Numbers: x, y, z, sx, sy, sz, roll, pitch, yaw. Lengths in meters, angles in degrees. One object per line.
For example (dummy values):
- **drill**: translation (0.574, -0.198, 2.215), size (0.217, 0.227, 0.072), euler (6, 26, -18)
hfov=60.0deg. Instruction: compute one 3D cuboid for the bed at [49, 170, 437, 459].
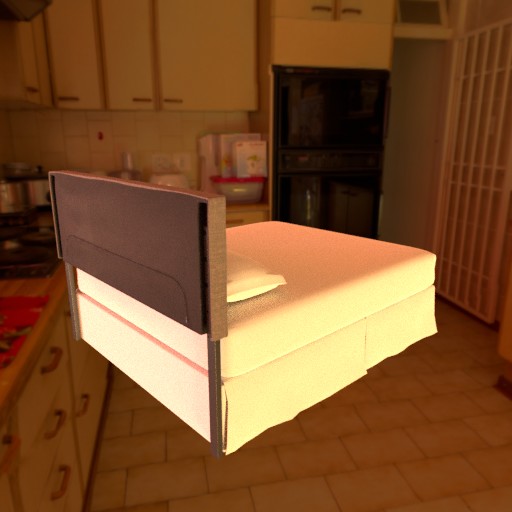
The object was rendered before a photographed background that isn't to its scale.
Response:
- **bed**: translation (0.000, 0.000, 2.807), size (1.894, 1.089, 1.610), euler (-14, 20, -41)
